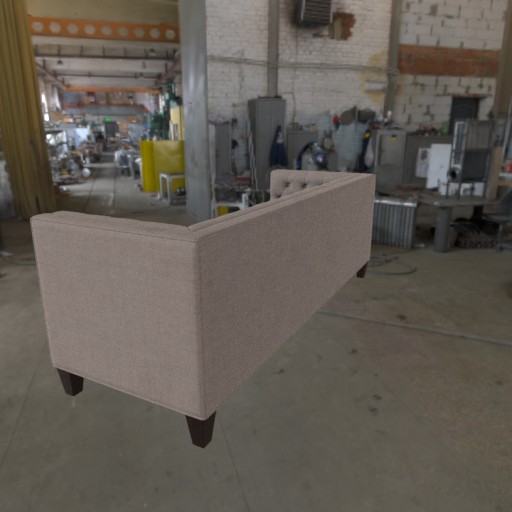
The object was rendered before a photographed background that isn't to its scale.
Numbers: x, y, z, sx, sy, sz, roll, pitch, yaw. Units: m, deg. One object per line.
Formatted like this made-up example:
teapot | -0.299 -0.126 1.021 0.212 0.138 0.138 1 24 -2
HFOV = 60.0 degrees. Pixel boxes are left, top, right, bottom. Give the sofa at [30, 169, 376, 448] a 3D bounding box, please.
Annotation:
sofa | 0.000 0.000 2.495 0.775 0.762 2.159 9 18 27
